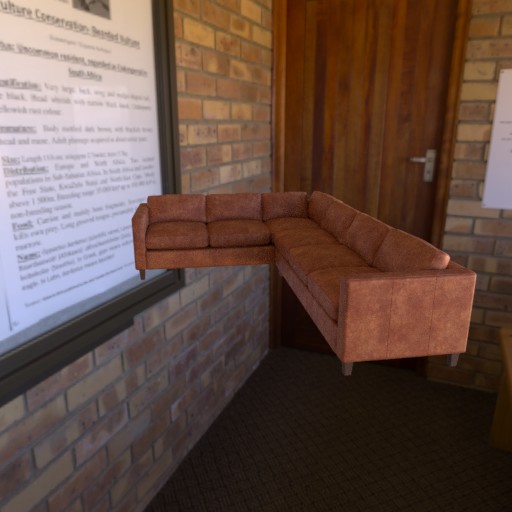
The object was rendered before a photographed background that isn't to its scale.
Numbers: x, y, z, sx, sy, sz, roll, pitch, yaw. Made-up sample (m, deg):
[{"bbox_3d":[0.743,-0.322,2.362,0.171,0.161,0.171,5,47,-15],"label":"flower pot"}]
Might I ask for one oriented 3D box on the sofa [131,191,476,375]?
[{"bbox_3d":[0.000,0.000,4.267,2.438,0.838,3.150,-3,16,-9],"label":"sofa"}]
